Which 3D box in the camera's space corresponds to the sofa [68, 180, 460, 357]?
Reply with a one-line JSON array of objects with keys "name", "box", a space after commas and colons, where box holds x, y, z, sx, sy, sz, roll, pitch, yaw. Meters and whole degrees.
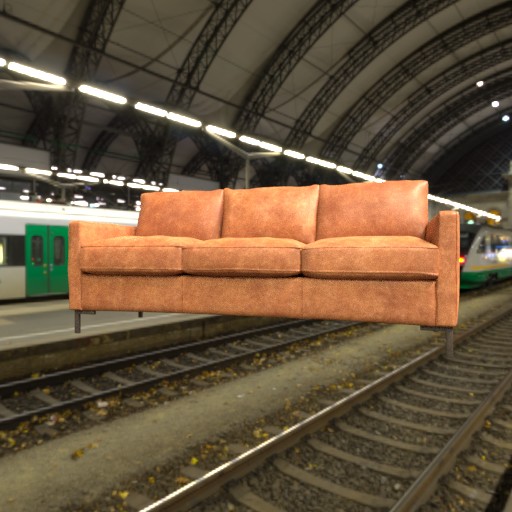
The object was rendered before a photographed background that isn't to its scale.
[{"name": "sofa", "box": [0.000, 0.000, 2.475, 2.029, 0.863, 0.748, 0, 0, 17]}]
